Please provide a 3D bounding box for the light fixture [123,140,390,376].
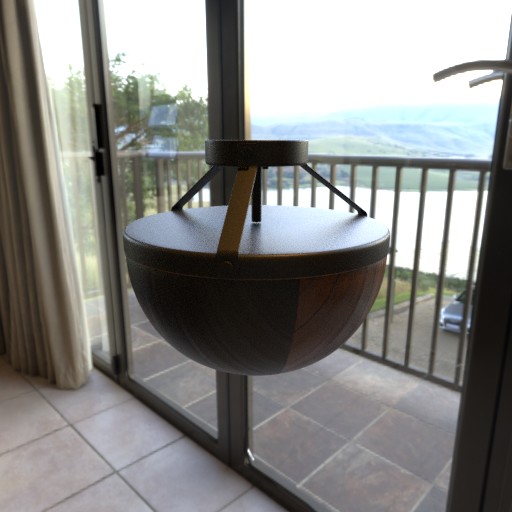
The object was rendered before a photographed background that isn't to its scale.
[{"bbox_3d":[0.000,0.000,0.532,0.304,0.269,0.304,0,15,0],"label":"light fixture"}]
